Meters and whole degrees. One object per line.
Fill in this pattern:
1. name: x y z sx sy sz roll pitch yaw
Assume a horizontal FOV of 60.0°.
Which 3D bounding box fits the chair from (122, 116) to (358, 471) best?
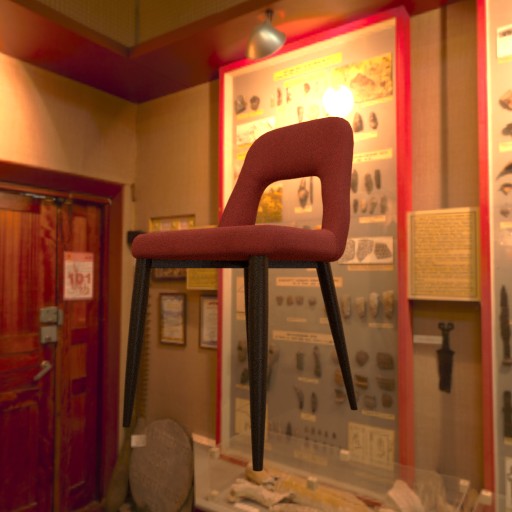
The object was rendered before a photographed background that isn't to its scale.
1. chair: 0.000 0.000 1.239 0.483 0.892 0.569 -1 -2 37
